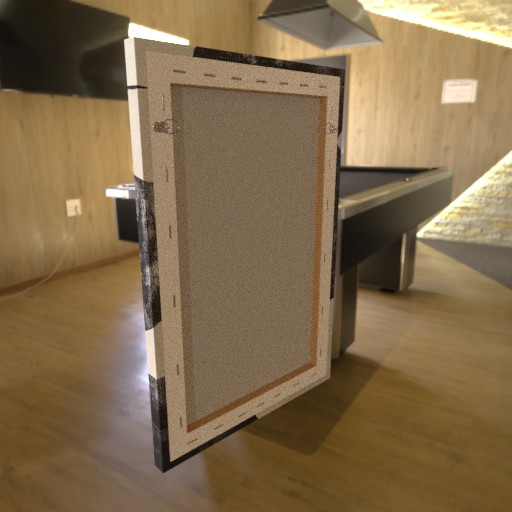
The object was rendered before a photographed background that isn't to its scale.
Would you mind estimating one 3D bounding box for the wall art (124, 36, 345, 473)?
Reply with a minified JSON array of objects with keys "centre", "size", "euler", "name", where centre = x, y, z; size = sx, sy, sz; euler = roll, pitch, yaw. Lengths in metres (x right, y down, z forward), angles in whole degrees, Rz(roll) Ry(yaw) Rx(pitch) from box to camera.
[{"centre":[0.000,0.000,1.105],"size":[0.610,0.915,0.041],"euler":[-14,21,-41],"name":"wall art"}]
